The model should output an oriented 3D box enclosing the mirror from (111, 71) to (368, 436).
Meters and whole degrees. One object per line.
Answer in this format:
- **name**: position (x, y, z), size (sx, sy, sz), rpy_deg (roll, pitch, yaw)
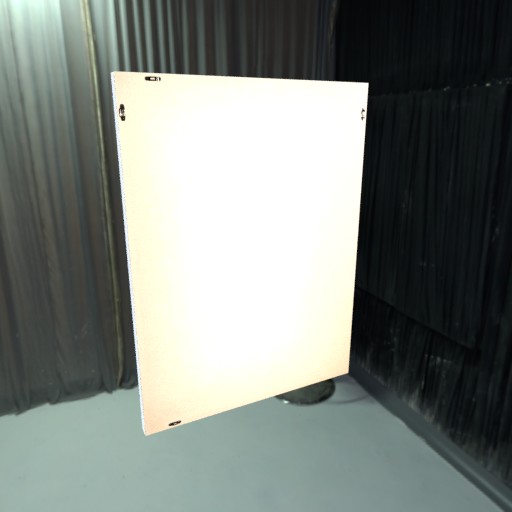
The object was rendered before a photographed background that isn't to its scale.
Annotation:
- **mirror**: position (0.000, 0.000, 1.361), size (0.762, 1.016, 0.040), rpy_deg (-9, 19, -26)
